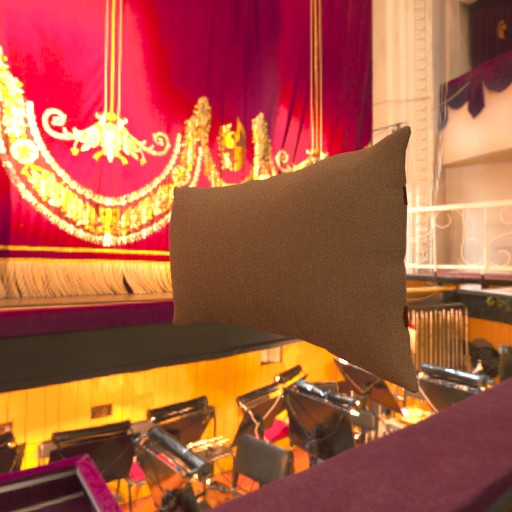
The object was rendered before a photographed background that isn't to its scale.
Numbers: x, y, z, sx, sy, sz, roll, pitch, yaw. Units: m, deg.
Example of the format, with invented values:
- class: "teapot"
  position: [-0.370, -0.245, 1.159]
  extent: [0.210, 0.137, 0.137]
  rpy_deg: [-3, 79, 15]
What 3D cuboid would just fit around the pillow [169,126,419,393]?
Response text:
- class: "pillow"
  position: [0.000, 0.000, 0.742]
  extent: [0.148, 0.308, 0.612]
  rpy_deg: [0, 0, -36]
